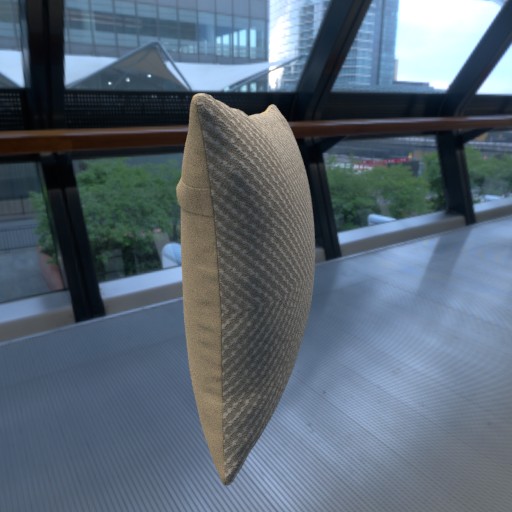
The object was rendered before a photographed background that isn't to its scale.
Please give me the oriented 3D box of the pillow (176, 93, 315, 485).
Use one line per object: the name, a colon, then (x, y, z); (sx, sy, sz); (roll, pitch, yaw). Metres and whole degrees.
pillow: (0.000, 0.000, 0.690); (0.181, 0.458, 0.459); (3, 18, 11)
